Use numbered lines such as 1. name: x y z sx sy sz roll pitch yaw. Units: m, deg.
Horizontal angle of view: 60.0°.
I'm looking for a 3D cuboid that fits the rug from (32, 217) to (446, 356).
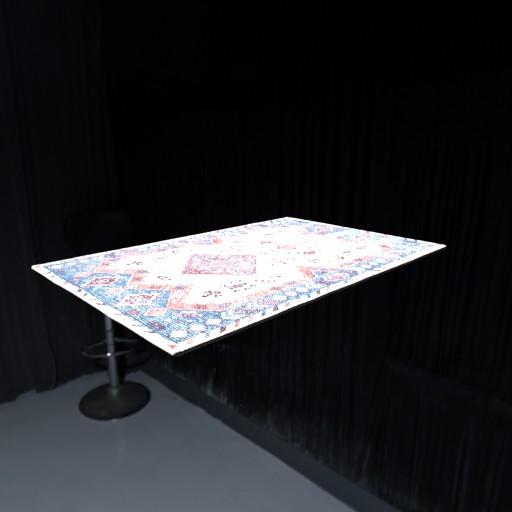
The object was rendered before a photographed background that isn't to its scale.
1. rug: 0.000 0.000 2.320 1.840 0.015 1.225 -15 21 -42
